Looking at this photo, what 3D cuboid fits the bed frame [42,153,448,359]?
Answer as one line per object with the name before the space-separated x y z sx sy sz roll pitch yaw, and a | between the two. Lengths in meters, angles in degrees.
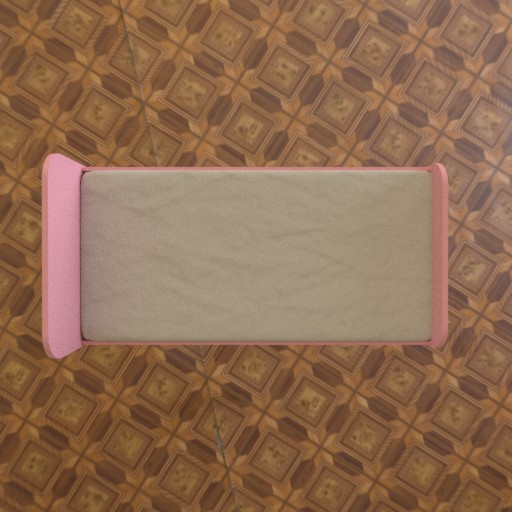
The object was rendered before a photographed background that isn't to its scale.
bed frame | 0.000 0.000 2.434 1.963 0.805 0.998 0 90 0
